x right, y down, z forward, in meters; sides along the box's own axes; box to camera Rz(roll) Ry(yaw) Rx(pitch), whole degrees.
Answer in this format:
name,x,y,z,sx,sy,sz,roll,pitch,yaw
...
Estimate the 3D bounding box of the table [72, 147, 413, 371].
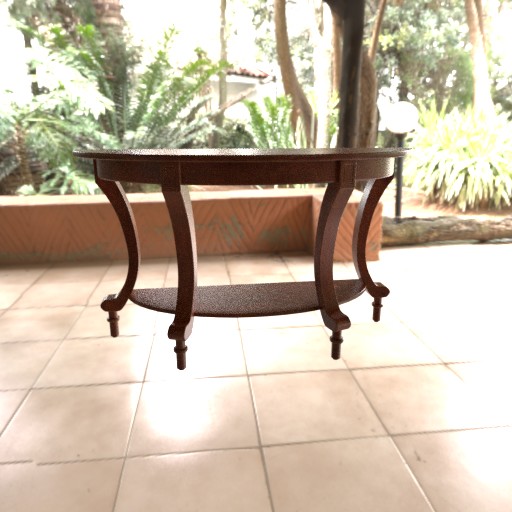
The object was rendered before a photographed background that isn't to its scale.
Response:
name,x,y,z,sx,sy,sz,roll,pitch,yaw
table,0.000,0.000,1.517,1.198,0.699,0.394,-2,16,-7
